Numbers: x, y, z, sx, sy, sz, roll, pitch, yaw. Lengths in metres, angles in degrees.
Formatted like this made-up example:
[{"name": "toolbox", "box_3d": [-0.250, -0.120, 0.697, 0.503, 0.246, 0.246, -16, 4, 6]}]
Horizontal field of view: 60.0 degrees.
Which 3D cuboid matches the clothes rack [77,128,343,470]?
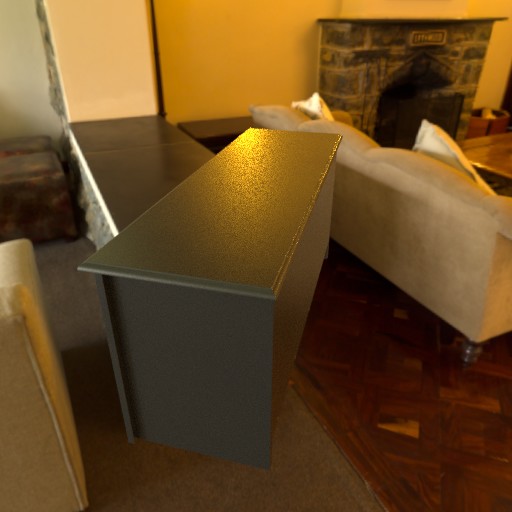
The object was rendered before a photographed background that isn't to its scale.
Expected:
[{"name": "clothes rack", "box_3d": [0.000, 0.000, 1.478, 0.406, 0.556, 1.219, 7, 30, 13]}]
